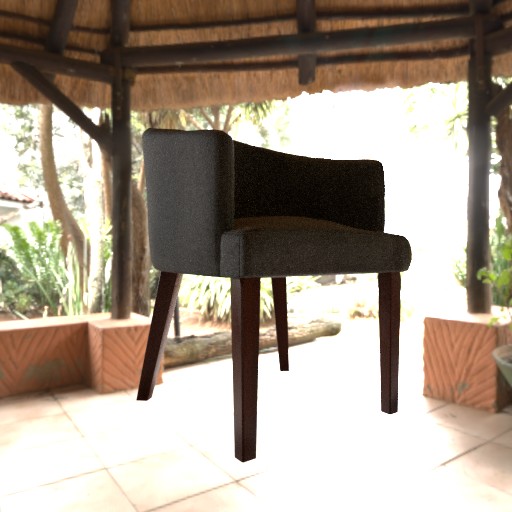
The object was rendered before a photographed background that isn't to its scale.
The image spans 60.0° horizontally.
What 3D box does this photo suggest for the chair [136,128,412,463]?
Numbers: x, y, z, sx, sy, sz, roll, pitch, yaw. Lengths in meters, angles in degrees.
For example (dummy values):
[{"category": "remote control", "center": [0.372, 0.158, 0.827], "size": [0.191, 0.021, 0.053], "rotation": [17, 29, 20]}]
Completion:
[{"category": "chair", "center": [0.000, 0.000, 1.249], "size": [0.583, 0.811, 0.655], "rotation": [0, 1, -36]}]
